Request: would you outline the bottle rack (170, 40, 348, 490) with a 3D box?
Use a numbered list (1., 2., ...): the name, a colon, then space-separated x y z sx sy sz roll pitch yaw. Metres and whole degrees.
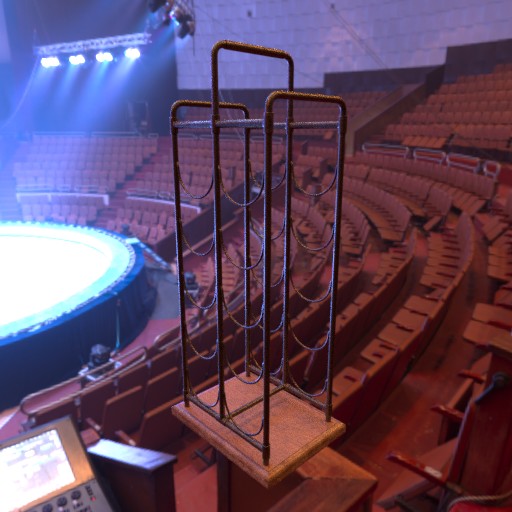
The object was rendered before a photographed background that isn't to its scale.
1. bottle rack: 0.000 0.000 0.780 0.208 0.680 0.276 -14 21 -42
